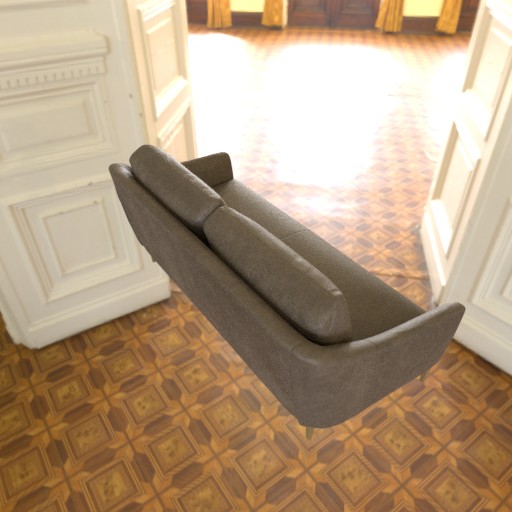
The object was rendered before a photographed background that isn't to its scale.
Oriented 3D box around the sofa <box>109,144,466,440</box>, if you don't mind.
[{"bbox_3d":[0.000,0.000,2.543,0.960,0.902,2.036,-25,45,-28],"label":"sofa"}]
